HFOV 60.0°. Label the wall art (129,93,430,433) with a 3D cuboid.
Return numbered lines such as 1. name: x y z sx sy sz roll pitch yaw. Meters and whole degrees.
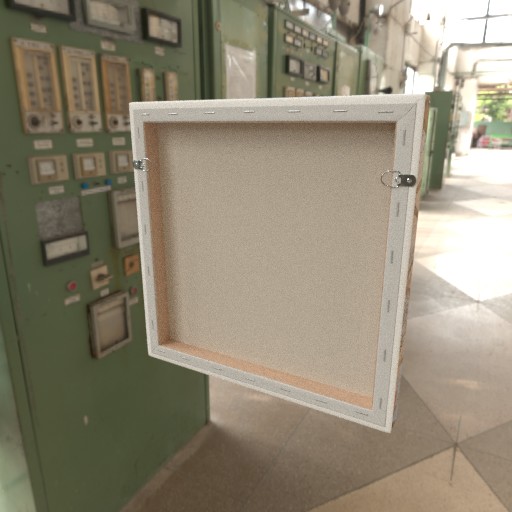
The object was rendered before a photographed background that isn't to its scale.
1. wall art: 0.000 0.000 0.759 0.507 0.508 0.038 9 19 28
